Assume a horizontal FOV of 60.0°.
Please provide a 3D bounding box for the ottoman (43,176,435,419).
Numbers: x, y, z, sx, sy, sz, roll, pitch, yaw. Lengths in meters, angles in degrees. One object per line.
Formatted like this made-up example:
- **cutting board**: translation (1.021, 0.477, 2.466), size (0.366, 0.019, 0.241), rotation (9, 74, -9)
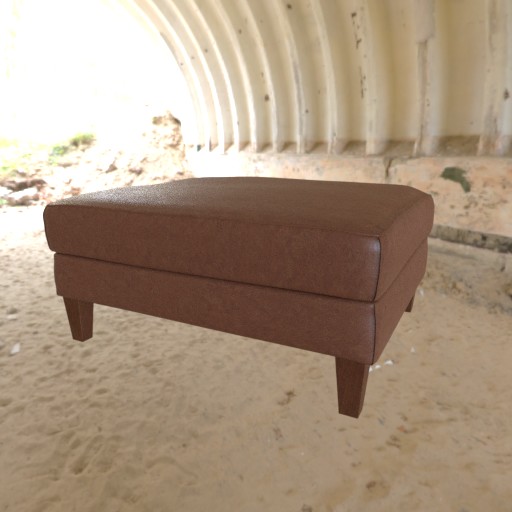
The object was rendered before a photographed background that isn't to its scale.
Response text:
- **ottoman**: translation (0.000, 0.000, 1.443), size (0.987, 0.472, 0.836), rotation (7, 16, 27)
